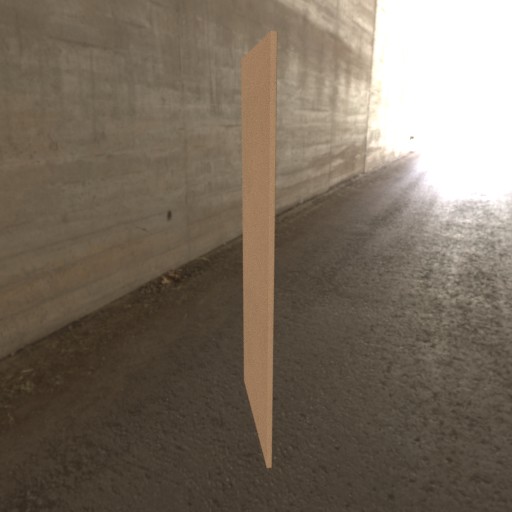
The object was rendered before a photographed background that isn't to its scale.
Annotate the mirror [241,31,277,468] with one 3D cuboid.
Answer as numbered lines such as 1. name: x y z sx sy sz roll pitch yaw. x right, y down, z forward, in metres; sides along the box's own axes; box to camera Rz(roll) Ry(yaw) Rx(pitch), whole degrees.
1. mirror: 0.000 0.000 2.364 0.026 2.031 0.812 -3 17 -9
